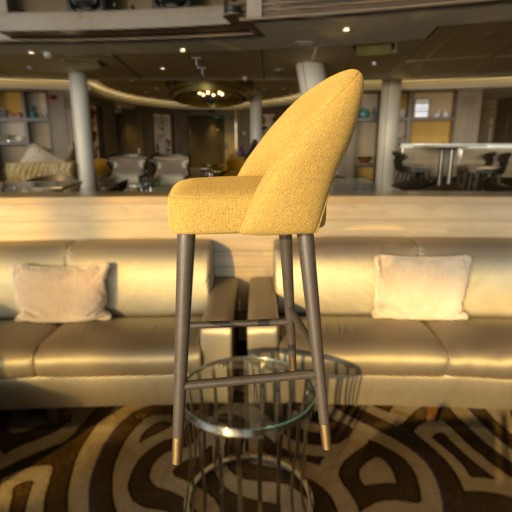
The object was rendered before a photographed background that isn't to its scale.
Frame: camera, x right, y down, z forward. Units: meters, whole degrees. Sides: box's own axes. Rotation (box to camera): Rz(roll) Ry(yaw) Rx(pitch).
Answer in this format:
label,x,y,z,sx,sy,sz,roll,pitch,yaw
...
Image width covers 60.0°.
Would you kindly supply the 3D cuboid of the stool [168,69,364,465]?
label,x,y,z,sx,sy,sz,roll,pitch,yaw
stool,0.000,0.000,1.324,0.522,1.032,0.536,-2,14,-8
